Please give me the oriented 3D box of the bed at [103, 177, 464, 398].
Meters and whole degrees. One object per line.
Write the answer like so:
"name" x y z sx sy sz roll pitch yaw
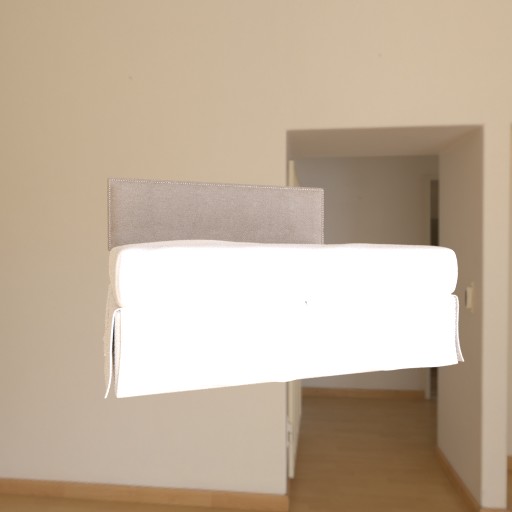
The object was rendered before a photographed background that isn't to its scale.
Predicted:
"bed" 0.000 0.000 3.312 2.170 1.346 1.914 0 1 -19
